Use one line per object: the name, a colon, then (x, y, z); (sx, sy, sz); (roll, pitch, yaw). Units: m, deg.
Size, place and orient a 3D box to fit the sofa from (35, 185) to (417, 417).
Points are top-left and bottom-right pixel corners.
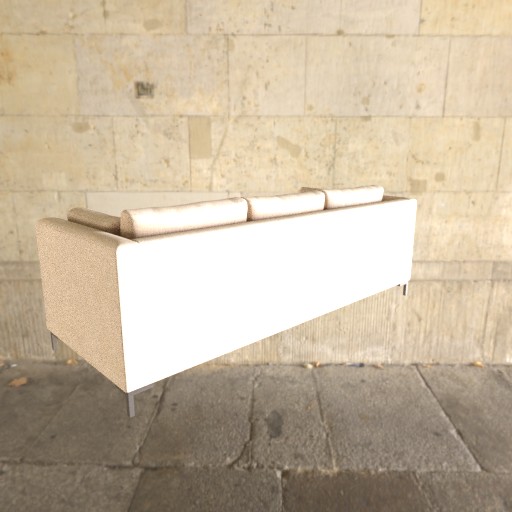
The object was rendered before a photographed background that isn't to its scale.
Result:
sofa: (0.000, 0.000, 2.933); (2.415, 0.867, 0.969); (-13, 19, -42)
